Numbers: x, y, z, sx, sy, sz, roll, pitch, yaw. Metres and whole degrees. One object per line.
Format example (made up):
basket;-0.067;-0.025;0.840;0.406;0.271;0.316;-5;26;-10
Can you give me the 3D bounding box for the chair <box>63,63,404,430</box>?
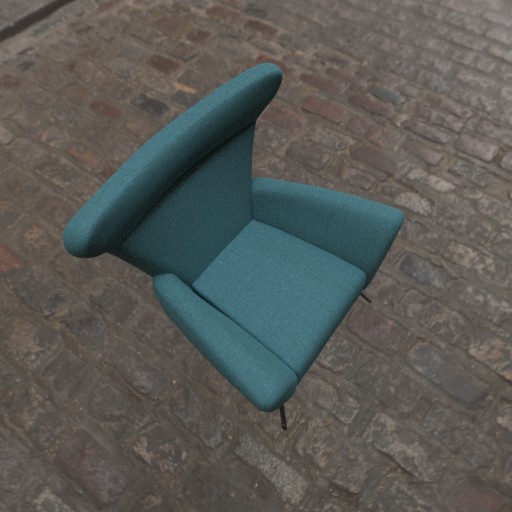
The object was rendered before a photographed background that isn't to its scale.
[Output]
chair;0.000;0.000;1.793;0.900;0.980;1.050;32;64;18
